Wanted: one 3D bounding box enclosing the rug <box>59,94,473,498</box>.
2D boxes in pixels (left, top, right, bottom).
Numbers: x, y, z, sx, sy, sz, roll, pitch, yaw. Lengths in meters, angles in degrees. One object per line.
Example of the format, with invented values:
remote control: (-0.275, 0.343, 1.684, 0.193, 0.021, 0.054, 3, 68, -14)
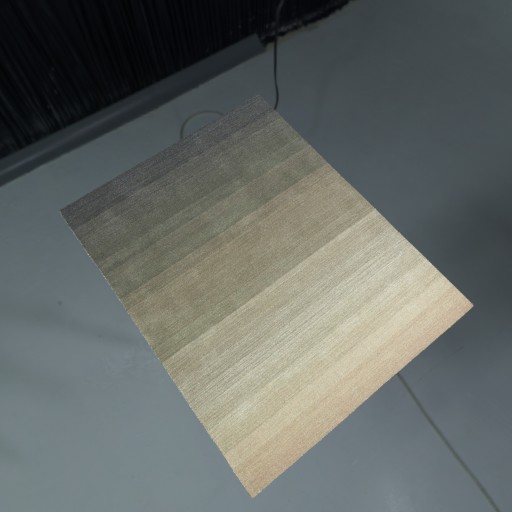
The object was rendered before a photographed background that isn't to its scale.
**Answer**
rug: (0.000, 0.000, 3.869, 2.315, 0.015, 2.932, -35, 70, -15)
